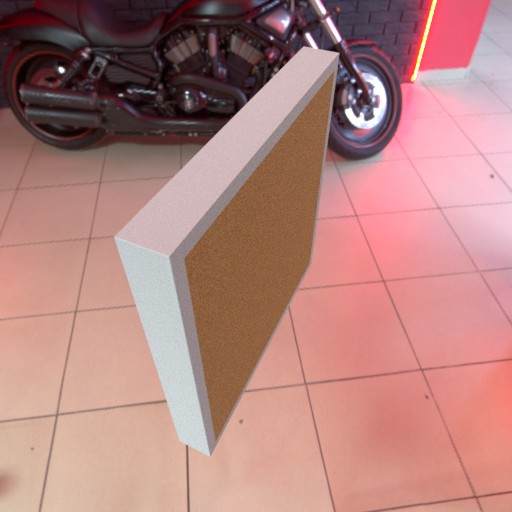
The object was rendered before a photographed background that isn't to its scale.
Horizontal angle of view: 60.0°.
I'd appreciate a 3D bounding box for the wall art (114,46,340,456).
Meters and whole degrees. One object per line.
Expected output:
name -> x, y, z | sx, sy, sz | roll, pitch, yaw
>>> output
wall art -> 0.000, 0.000, 0.455 | 0.038, 0.305, 0.305 | 19, 49, 17
